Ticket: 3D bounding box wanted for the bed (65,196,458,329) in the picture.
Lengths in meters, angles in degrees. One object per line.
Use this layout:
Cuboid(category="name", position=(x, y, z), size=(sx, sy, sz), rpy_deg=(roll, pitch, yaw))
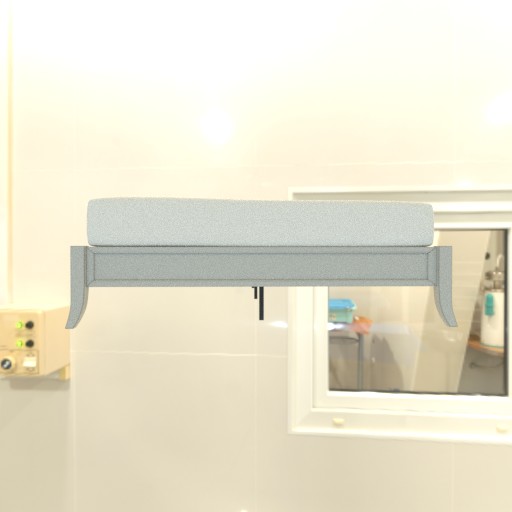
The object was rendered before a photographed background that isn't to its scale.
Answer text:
Cuboid(category="bed", position=(0.000, 0.000, 2.631), size=(1.460, 0.510, 1.985), rpy_deg=(0, 1, -2))
